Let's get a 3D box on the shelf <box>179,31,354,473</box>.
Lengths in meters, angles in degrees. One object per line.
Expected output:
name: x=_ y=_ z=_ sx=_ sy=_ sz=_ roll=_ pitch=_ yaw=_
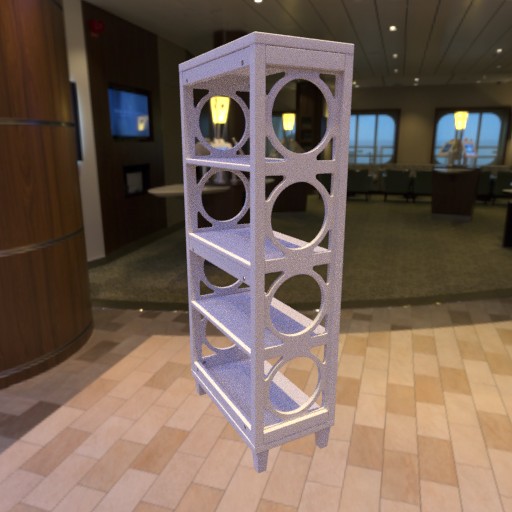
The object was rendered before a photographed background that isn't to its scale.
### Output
shelf: x=0.000 y=0.000 z=1.688 sx=0.340 sy=1.411 sz=0.611 roll=-8 pitch=17 yaw=-28
